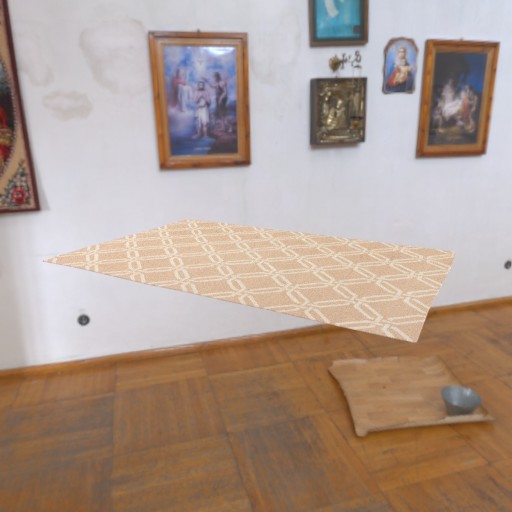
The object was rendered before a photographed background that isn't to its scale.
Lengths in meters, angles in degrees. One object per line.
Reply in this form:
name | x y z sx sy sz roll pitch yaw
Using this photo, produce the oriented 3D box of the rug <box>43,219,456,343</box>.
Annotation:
rug | 0.000 0.000 2.213 1.745 0.010 1.146 9 19 28
